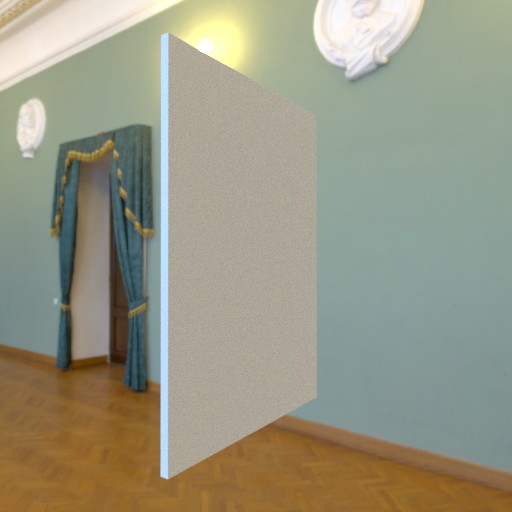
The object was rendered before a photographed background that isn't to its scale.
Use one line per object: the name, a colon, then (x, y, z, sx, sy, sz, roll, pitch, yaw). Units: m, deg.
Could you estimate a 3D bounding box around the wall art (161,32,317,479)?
wall art: (0.000, 0.000, 0.687, 0.013, 0.533, 0.381, 0, 0, 35)
